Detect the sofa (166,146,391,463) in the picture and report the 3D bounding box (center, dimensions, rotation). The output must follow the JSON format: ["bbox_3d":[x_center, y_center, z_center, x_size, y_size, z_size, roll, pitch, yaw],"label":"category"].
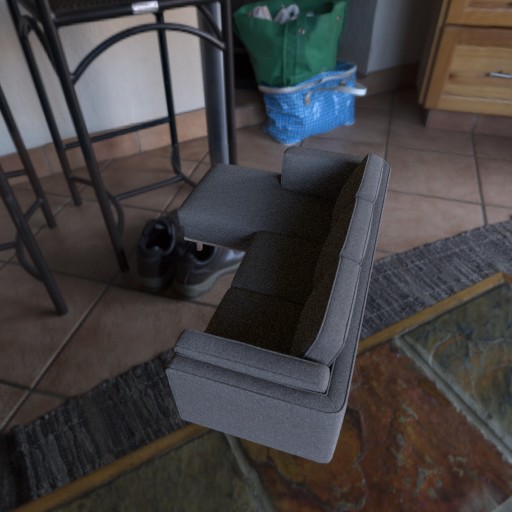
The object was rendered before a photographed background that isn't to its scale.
[{"bbox_3d":[0.000,0.000,3.170,1.604,0.929,2.411,12,43,13],"label":"sofa"}]
